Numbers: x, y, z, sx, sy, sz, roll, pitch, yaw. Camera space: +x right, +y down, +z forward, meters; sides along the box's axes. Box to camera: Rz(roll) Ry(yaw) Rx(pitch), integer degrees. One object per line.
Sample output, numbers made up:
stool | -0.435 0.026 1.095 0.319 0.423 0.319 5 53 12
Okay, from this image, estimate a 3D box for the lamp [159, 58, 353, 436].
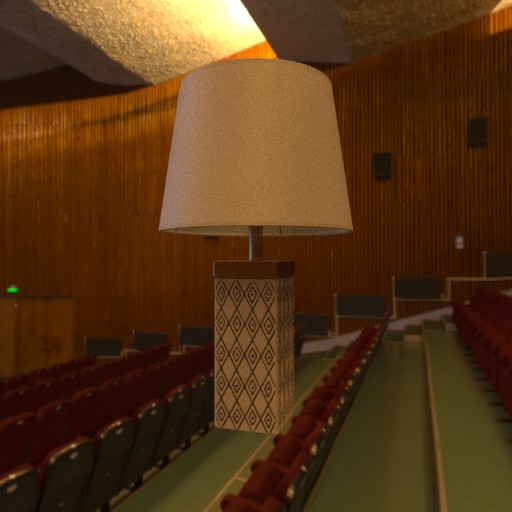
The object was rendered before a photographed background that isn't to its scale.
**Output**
lamp | 0.000 0.000 0.586 0.251 0.435 0.251 0 0 0
